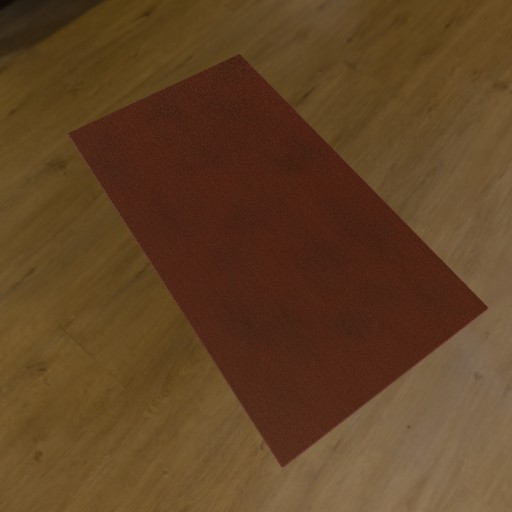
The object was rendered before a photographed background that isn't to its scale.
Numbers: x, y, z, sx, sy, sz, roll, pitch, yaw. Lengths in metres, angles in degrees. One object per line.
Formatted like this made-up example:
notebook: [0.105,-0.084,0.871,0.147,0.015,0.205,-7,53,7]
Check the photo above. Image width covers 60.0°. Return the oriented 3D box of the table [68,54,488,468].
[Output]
table: [0.000,0.000,1.233,0.533,0.456,0.943,-31,67,-15]
